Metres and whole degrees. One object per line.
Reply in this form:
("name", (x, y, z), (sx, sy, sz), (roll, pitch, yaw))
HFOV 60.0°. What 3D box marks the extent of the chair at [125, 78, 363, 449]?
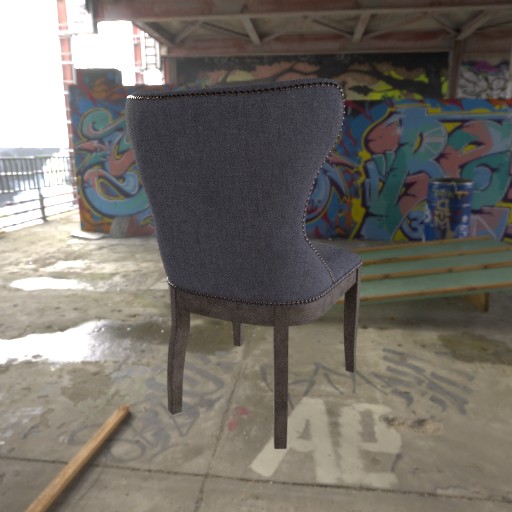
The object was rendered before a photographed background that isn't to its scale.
("chair", (0.000, 0.000, 1.446), (0.654, 1.002, 0.681), (7, 15, 26))
